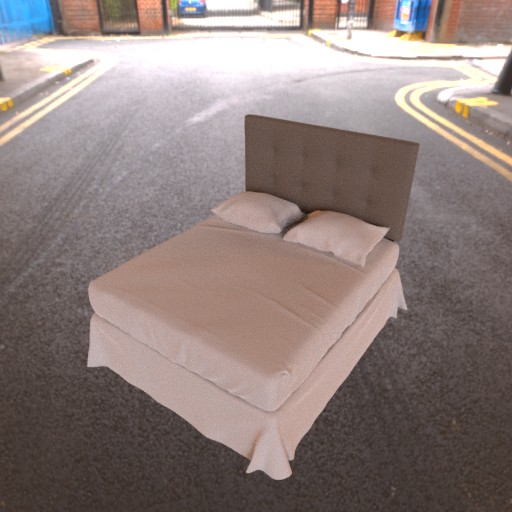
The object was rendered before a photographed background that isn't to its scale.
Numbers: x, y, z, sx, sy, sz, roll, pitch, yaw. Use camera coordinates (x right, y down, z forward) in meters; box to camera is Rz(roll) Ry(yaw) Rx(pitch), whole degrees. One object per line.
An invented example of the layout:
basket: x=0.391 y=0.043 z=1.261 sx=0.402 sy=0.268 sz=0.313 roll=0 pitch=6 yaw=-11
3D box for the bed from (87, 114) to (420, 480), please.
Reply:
bed: x=0.000 y=0.000 z=3.458 sx=1.936 sy=1.577 sz=2.222 roll=20 pitch=36 yaw=30
